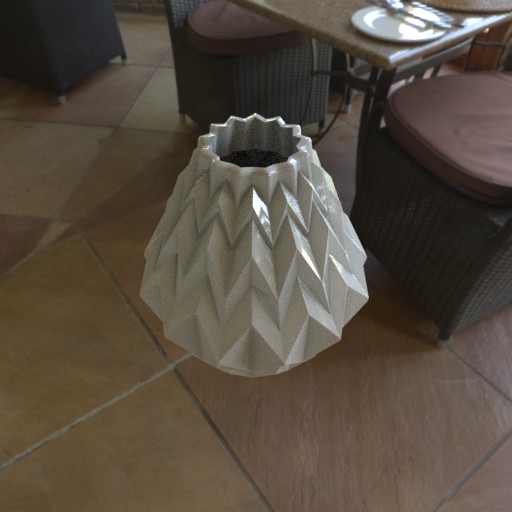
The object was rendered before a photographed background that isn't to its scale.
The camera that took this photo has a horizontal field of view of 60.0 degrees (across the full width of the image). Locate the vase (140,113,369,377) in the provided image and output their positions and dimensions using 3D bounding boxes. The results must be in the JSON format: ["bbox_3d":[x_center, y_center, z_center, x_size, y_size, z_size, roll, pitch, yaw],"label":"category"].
[{"bbox_3d":[0.000,0.000,0.313,0.164,0.185,0.164,0,46,0],"label":"vase"}]
